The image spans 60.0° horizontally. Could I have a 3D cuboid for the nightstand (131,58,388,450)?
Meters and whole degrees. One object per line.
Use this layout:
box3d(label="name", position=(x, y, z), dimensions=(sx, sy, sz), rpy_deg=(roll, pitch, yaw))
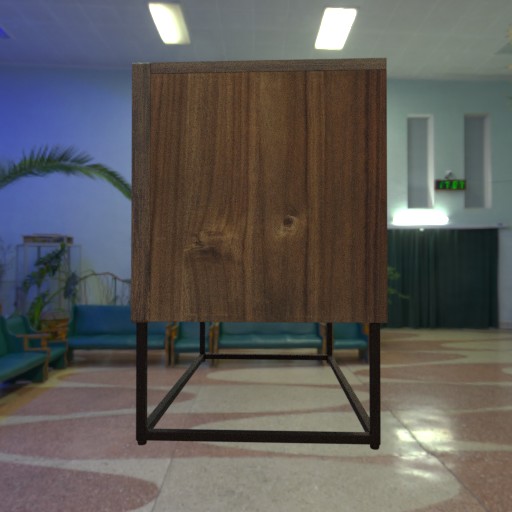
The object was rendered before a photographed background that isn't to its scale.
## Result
box3d(label="nightstand", position=(0.000, 0.000, 1.000), dimensions=(0.437, 0.610, 0.610), rpy_deg=(0, -1, 3))
